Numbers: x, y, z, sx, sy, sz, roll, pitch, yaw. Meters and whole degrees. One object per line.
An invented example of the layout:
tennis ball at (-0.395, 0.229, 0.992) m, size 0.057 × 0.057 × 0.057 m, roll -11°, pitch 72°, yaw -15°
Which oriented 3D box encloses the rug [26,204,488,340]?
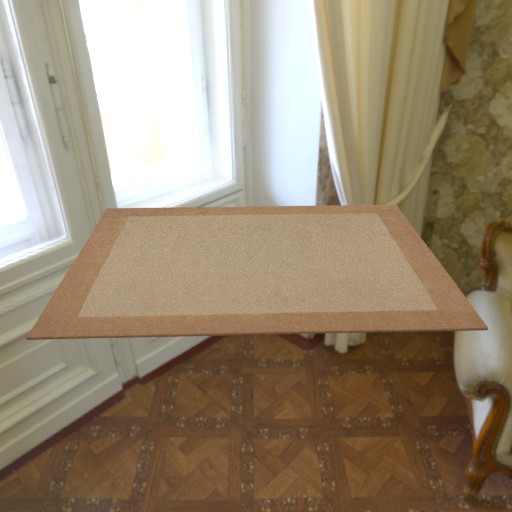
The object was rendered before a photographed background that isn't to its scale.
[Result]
rug at (0.000, 0.000, 2.274) m, size 1.829 × 0.014 × 1.219 m, roll -1°, pitch 30°, yaw -2°
